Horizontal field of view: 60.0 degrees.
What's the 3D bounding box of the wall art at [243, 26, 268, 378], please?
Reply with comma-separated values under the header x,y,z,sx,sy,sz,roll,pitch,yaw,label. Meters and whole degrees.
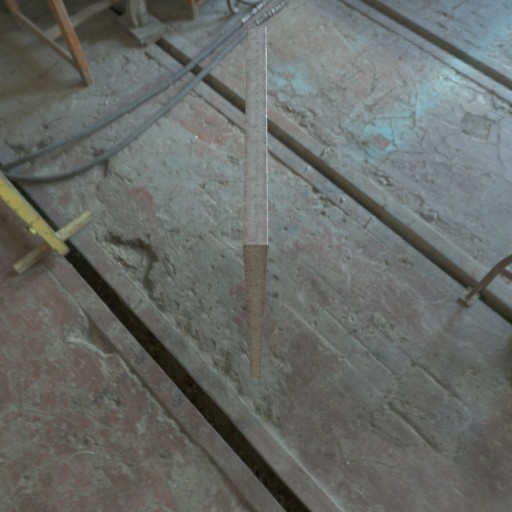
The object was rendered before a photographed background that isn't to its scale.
x,y,z,sx,sy,sz,roll,pitch,yaw,label
0.000,0.000,1.688,0.051,1.461,0.648,0,65,0,wall art
